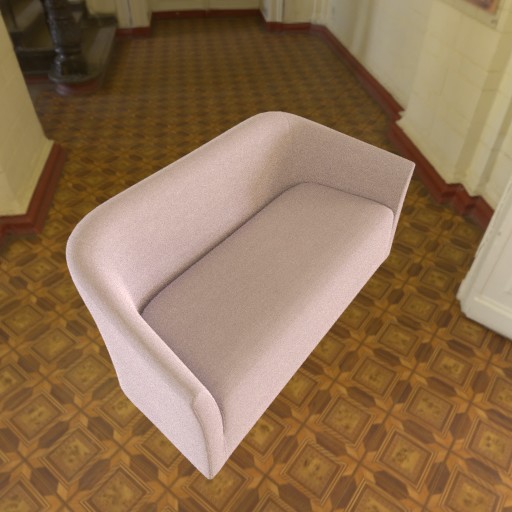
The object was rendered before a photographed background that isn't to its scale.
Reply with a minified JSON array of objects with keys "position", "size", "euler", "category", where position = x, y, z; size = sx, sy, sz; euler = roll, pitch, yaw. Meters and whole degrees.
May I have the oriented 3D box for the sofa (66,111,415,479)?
[{"position":[0.000,0.000,1.831],"size":[0.705,0.721,1.452],"euler":[27,49,26],"category":"sofa"}]
